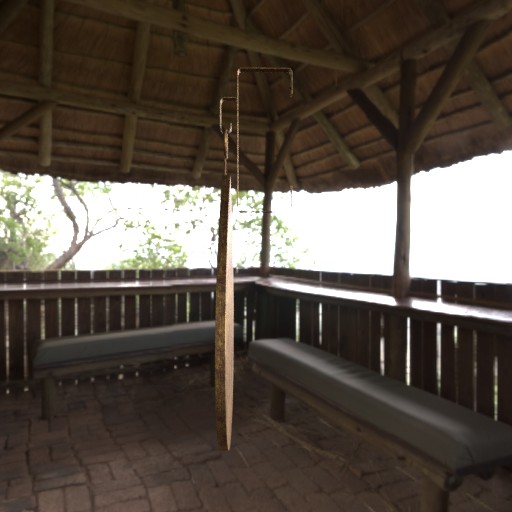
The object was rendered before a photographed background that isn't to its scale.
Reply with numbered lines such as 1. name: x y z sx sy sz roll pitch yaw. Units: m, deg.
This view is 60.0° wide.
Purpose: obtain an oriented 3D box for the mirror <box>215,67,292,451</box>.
1. mirror: 0.000 0.000 0.889 0.144 0.744 0.405 0 1 -1
